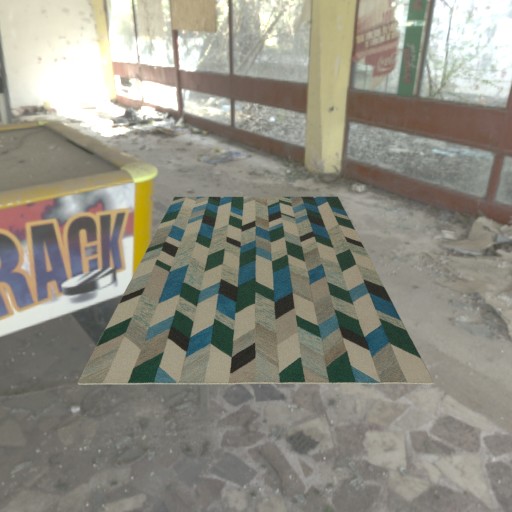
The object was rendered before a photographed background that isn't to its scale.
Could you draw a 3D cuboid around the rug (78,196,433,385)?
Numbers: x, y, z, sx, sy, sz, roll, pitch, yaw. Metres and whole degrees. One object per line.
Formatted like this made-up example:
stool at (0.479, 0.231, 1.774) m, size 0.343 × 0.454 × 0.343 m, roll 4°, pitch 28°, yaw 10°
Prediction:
rug at (0.000, 0.000, 2.954) m, size 1.507 × 0.007 × 2.433 m, roll 0°, pitch 26°, yaw 0°
